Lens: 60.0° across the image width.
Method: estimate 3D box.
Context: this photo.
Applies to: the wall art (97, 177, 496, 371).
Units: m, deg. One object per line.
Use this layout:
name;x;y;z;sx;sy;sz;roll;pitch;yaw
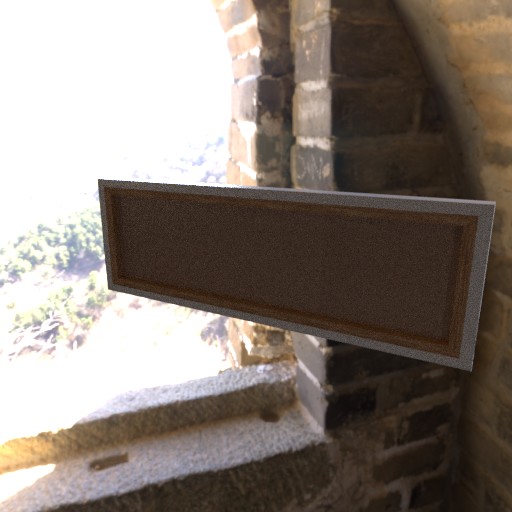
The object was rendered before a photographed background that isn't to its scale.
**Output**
wall art;0.000;0.000;0.833;0.766;0.256;0.036;8;18;27
